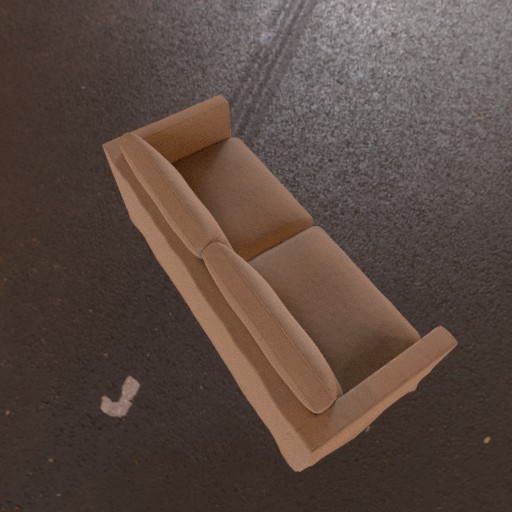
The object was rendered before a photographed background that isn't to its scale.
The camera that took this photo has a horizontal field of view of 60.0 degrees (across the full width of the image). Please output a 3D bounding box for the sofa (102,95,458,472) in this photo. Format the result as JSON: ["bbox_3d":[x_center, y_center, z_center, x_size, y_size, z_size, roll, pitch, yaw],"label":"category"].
[{"bbox_3d":[0.000,0.000,2.776,0.956,0.847,2.296,-29,62,-17],"label":"sofa"}]
